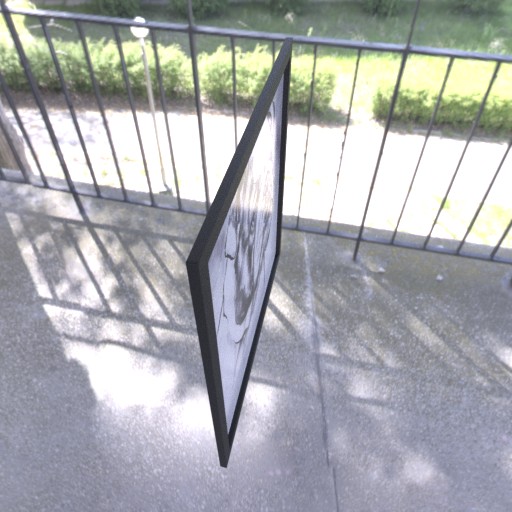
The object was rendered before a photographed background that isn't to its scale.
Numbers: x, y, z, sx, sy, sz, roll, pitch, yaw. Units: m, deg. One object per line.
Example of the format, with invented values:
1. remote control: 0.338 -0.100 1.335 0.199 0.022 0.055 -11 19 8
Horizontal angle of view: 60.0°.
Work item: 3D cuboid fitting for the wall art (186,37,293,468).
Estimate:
1. wall art: 0.000 0.000 0.950 0.016 0.659 0.663 9 47 8
